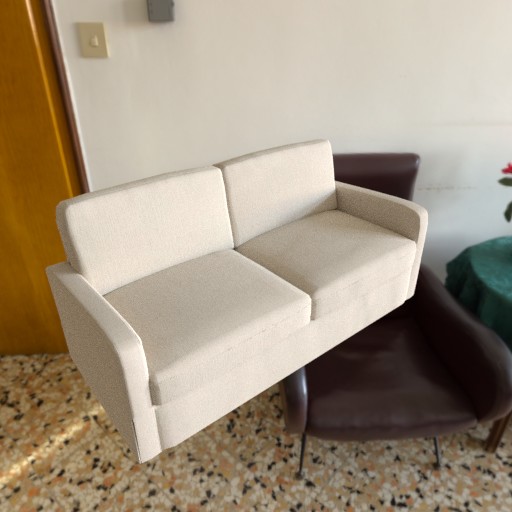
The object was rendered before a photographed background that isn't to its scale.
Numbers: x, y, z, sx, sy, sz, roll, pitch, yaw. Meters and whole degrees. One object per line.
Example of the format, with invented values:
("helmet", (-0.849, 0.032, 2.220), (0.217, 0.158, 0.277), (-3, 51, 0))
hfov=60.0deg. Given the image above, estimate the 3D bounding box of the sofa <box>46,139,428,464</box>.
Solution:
("sofa", (0.000, 0.000, 2.257), (1.808, 0.831, 0.894), (-22, 37, -33))
